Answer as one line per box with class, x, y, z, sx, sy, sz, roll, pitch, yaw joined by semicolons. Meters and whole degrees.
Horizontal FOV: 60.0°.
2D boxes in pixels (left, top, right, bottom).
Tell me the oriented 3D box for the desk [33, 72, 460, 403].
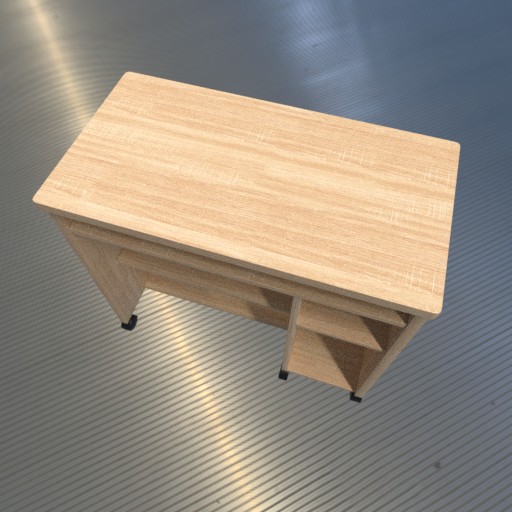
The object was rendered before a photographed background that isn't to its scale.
desk;0.000;0.000;1.348;0.884;0.770;0.480;15;60;9
